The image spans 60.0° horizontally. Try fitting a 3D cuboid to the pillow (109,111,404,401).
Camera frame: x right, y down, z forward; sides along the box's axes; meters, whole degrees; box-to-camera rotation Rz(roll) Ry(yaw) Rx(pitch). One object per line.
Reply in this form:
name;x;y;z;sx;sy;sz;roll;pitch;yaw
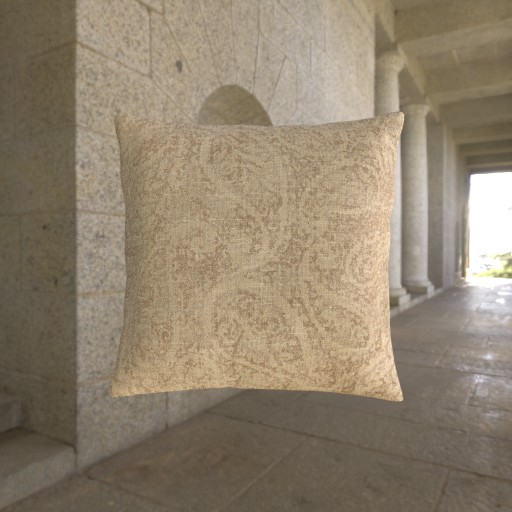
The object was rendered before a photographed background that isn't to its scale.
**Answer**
pillow;0.000;0.000;0.788;0.523;0.510;0.166;0;1;1
